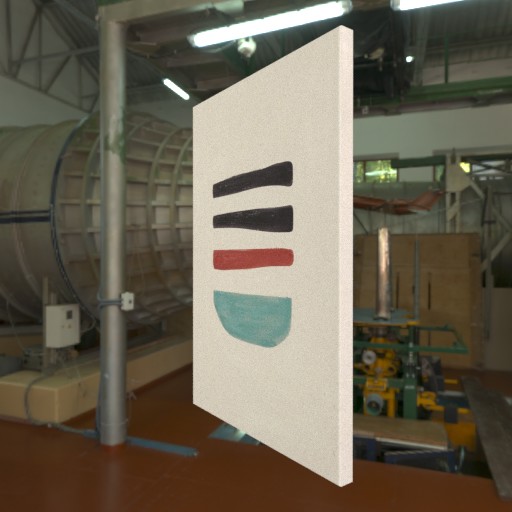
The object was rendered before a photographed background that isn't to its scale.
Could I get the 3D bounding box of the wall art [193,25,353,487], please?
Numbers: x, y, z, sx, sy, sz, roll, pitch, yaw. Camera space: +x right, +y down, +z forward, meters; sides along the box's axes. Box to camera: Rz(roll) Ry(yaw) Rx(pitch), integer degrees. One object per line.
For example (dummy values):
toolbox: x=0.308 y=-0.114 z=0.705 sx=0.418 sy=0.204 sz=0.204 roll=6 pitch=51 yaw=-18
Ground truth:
wall art: x=0.000 y=0.000 z=1.129 sx=0.038 sy=0.912 sz=0.607 roll=0 pitch=0 yaw=-36
